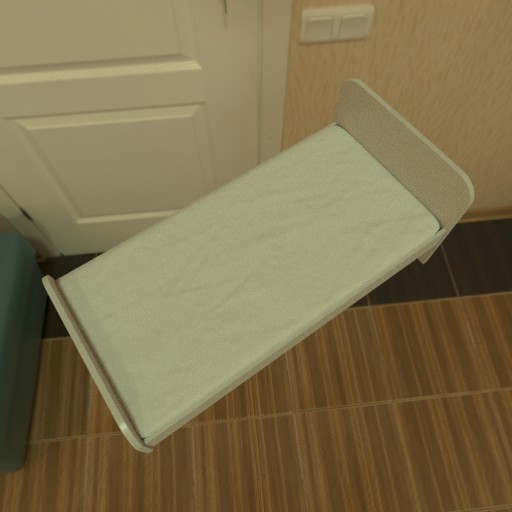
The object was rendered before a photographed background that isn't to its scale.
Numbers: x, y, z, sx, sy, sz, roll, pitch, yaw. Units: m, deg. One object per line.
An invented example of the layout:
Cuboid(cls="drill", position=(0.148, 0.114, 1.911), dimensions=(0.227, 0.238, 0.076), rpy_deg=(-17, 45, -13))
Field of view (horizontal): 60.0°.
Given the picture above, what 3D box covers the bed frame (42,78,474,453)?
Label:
Cuboid(cls="bed frame", position=(0.000, 0.000, 2.408), dimensions=(1.963, 0.805, 0.998), rpy_deg=(-32, 68, -15))
